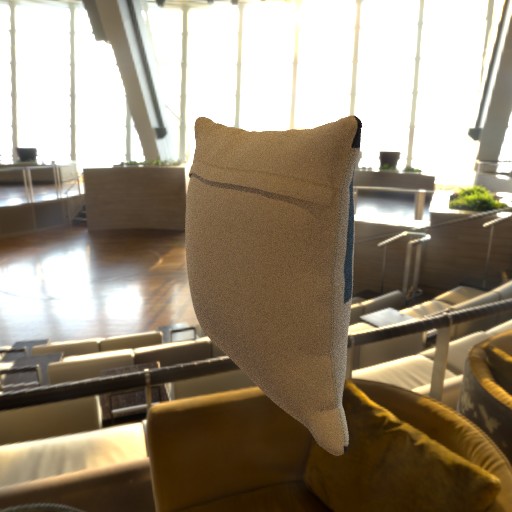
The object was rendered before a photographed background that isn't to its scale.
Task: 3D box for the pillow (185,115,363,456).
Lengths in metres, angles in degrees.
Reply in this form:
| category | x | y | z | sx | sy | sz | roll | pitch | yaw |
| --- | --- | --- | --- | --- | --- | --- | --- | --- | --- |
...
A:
| category | x | y | z | sx | sy | sz | roll | pitch | yaw |
| --- | --- | --- | --- | --- | --- | --- | --- | --- | --- |
| pillow | 0.000 | 0.000 | 0.825 | 0.229 | 0.506 | 0.536 | -9 | 18 | -28 |
